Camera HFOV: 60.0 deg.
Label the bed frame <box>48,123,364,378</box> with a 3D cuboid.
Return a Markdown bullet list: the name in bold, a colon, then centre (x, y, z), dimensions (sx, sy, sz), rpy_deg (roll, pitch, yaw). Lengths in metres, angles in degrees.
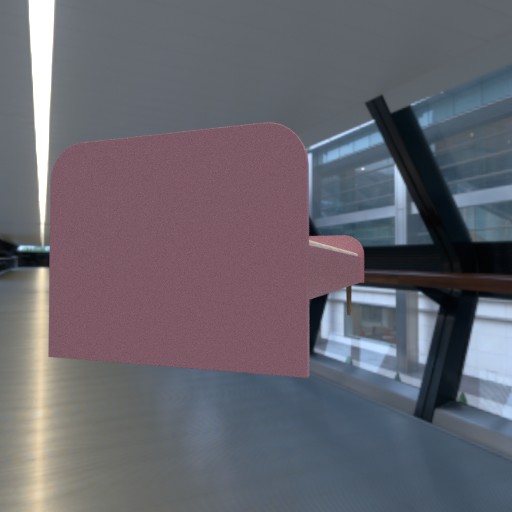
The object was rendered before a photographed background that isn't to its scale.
- **bed frame**: centre (0.000, 0.000, 2.460), dimensions (0.998, 0.805, 1.963), rpy_deg (0, -2, 19)
